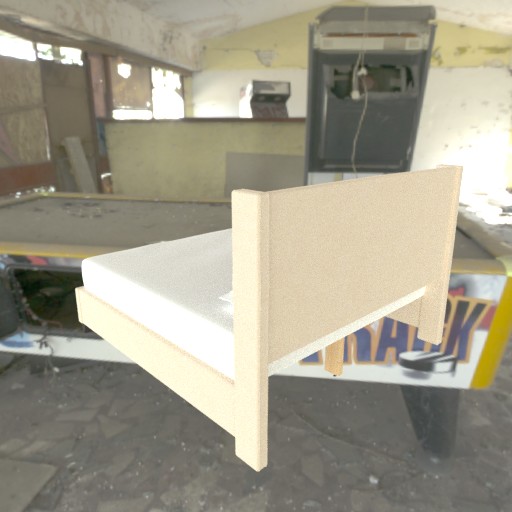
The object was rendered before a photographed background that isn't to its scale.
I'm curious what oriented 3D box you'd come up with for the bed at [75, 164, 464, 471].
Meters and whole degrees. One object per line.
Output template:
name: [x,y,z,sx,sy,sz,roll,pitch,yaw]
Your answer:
bed: [0.000,0.000,3.623,2.145,1.471,2.293,-15,22,-41]
